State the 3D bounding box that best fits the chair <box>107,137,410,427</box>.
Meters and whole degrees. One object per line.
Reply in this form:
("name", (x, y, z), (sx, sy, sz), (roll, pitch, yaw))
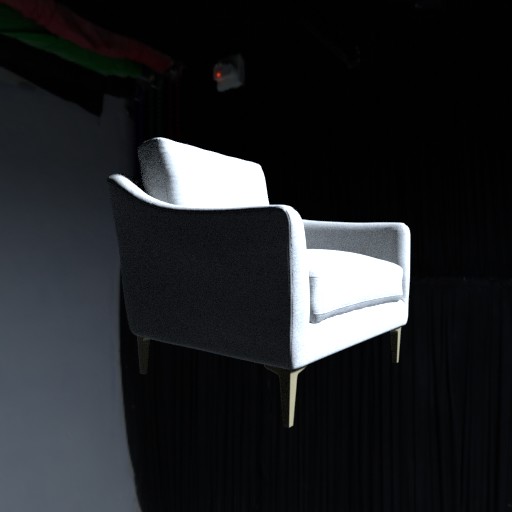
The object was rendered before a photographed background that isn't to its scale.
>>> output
("chair", (0.000, 0.000, 1.778), (0.961, 0.902, 0.986), (0, 0, 36))
